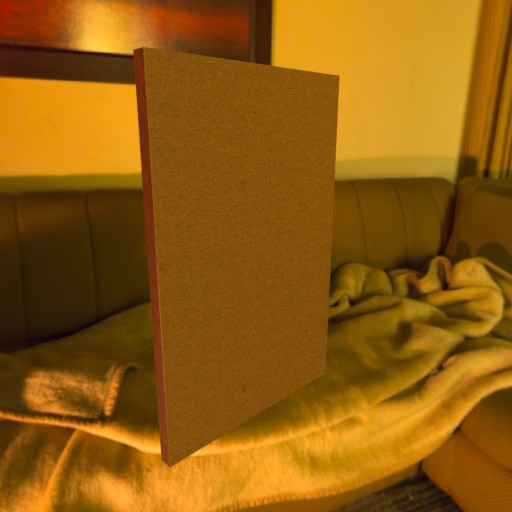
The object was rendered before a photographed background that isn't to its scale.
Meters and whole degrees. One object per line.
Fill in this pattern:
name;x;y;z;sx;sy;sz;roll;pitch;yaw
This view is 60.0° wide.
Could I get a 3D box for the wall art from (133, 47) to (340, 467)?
wall art;0.000;0.000;1.145;0.610;0.914;0.037;-15;22;-43
